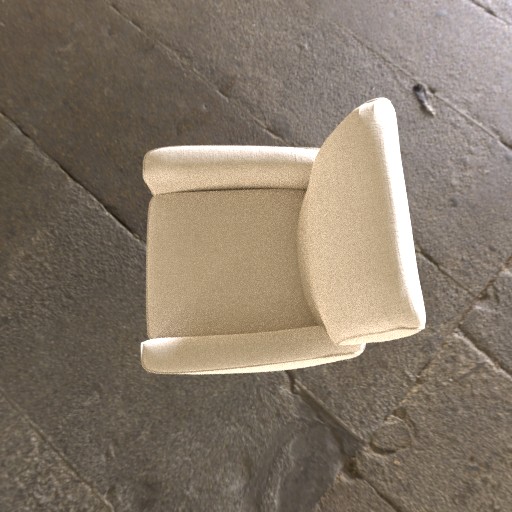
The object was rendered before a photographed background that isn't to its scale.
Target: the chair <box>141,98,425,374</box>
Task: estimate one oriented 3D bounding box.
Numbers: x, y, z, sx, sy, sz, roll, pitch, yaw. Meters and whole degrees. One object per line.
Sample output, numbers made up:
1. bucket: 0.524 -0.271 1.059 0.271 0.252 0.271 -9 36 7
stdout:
1. chair: 0.000 0.000 1.662 0.858 1.028 0.841 -3 75 -1
